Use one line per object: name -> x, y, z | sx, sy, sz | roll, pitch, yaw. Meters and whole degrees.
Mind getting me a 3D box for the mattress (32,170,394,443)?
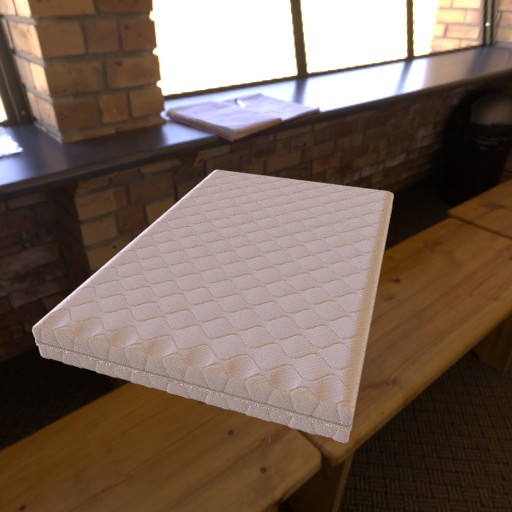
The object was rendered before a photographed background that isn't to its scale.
mattress -> 0.000, 0.000, 2.577 | 1.400, 0.200, 2.000 | 10, 33, 16
